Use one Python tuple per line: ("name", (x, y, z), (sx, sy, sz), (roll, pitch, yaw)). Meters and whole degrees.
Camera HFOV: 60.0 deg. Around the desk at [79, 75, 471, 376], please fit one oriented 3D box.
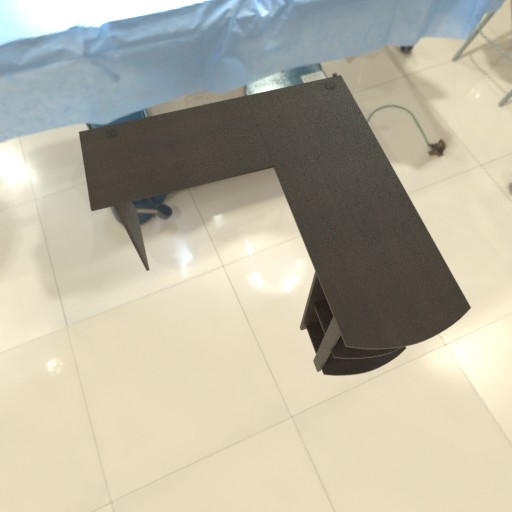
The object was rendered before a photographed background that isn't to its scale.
("desk", (0.000, 0.000, 2.153), (1.303, 0.716, 1.361), (-15, 64, -8))
